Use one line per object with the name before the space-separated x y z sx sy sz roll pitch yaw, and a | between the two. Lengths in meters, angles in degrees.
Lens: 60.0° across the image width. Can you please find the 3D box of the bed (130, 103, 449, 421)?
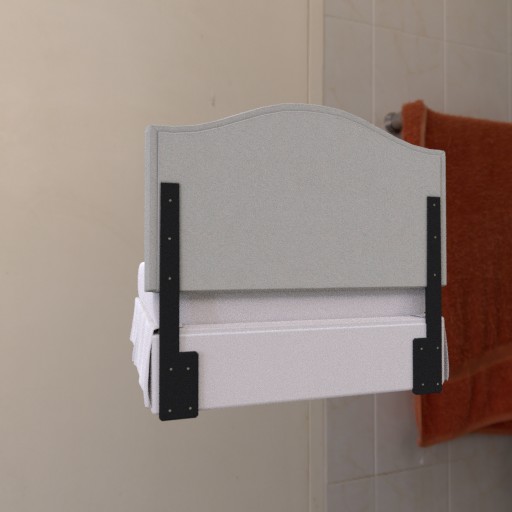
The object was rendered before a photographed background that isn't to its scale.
bed | 0.000 0.000 3.387 1.813 1.607 2.180 0 -1 -17
